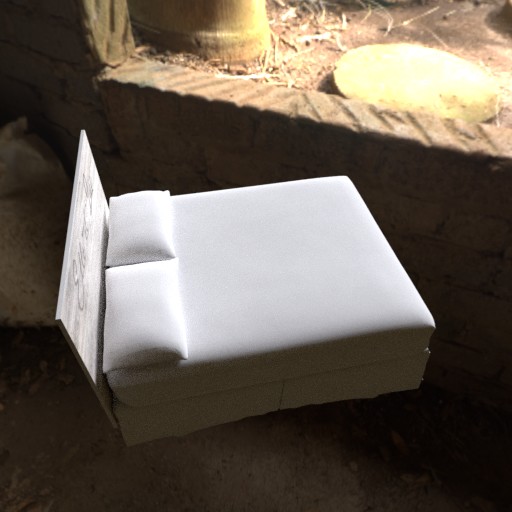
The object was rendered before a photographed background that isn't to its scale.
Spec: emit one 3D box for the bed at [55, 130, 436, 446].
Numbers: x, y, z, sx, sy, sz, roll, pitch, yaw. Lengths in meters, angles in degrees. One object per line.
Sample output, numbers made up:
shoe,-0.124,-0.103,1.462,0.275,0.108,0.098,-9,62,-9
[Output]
bed,0.000,0.000,3.093,2.094,1.335,1.745,-8,46,-8
